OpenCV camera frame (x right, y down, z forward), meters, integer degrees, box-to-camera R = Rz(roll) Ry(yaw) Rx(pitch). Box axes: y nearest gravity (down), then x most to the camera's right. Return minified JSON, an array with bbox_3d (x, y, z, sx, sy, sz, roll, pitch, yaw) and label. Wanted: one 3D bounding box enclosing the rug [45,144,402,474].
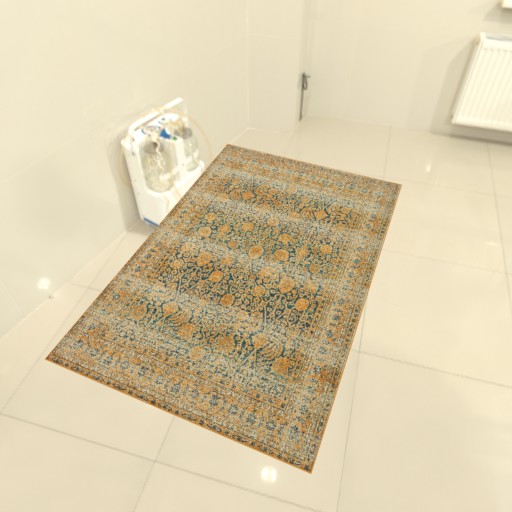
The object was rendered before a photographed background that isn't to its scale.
[{"bbox_3d":[0.000,0.000,2.964,1.525,0.007,2.336,17,48,16],"label":"rug"}]
